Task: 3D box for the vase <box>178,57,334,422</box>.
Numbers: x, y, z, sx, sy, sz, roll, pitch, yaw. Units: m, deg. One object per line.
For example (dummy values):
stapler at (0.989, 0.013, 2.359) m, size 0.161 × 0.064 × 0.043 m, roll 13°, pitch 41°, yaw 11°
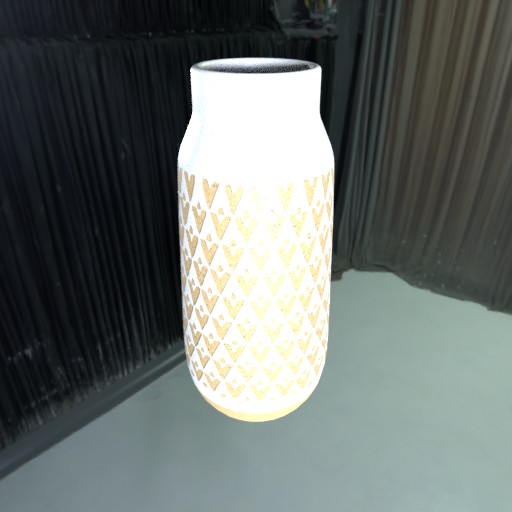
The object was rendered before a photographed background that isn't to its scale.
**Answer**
vase at (0.000, 0.000, 0.385) m, size 0.137 × 0.307 × 0.137 m, roll 0°, pitch 30°, yaw 0°
